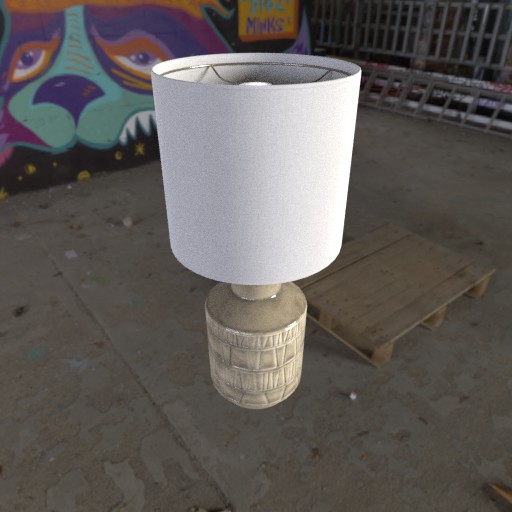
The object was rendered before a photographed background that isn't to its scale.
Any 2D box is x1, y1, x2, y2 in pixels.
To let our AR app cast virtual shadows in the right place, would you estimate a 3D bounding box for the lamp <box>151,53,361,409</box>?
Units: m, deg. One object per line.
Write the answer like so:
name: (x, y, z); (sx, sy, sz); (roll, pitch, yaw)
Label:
lamp: (0.000, 0.000, 0.571); (0.211, 0.455, 0.211); (-10, 33, -15)
